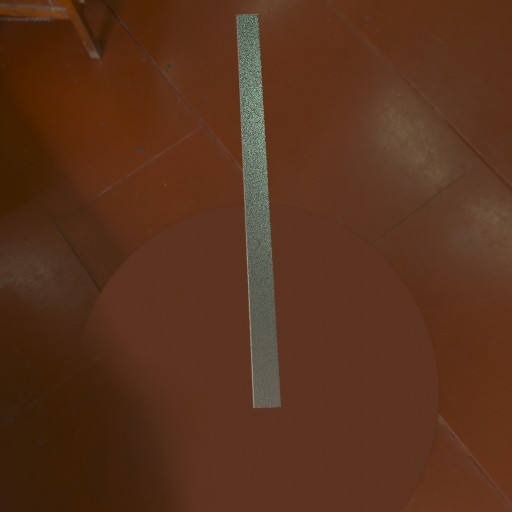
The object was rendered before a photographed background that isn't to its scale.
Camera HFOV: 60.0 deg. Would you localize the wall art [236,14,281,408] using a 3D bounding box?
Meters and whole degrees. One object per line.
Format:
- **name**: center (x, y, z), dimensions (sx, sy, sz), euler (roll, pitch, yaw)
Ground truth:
- **wall art**: center (0.000, 0.000, 0.745), dimensions (0.025, 0.569, 0.444), euler (-3, 75, -1)
